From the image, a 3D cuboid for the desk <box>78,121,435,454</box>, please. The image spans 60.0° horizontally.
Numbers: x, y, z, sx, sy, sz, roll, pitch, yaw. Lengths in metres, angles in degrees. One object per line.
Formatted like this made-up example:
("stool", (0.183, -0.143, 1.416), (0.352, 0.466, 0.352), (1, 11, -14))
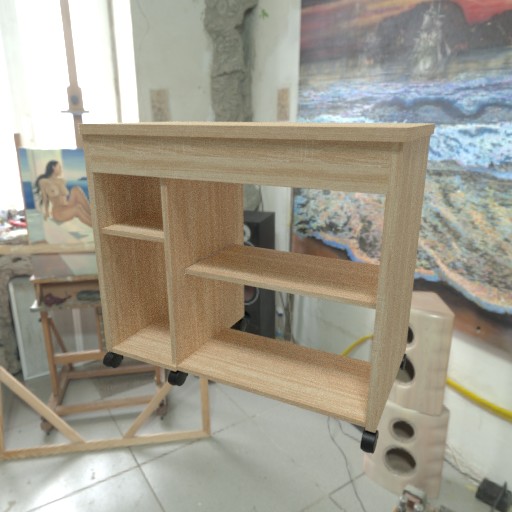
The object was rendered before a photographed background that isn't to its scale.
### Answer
("desk", (0.000, 0.000, 1.345), (0.884, 0.770, 0.480), (9, 20, 26))
